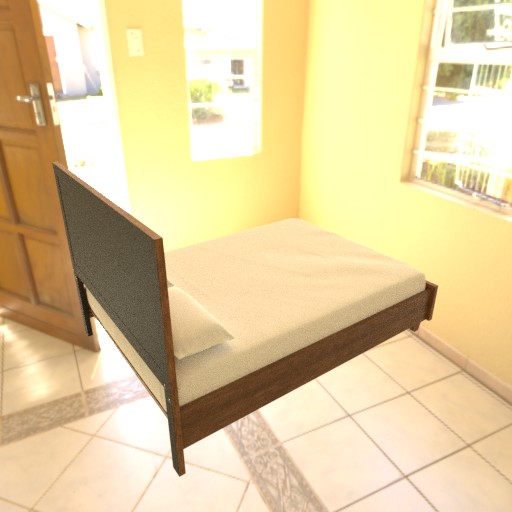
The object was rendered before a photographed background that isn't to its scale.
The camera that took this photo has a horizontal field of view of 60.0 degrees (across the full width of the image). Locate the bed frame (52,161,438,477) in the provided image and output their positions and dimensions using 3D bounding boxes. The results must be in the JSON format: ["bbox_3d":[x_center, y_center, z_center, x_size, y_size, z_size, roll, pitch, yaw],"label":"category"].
[{"bbox_3d":[0.000,0.000,3.359,2.276,1.417,1.696,-17,30,-32],"label":"bed frame"}]
